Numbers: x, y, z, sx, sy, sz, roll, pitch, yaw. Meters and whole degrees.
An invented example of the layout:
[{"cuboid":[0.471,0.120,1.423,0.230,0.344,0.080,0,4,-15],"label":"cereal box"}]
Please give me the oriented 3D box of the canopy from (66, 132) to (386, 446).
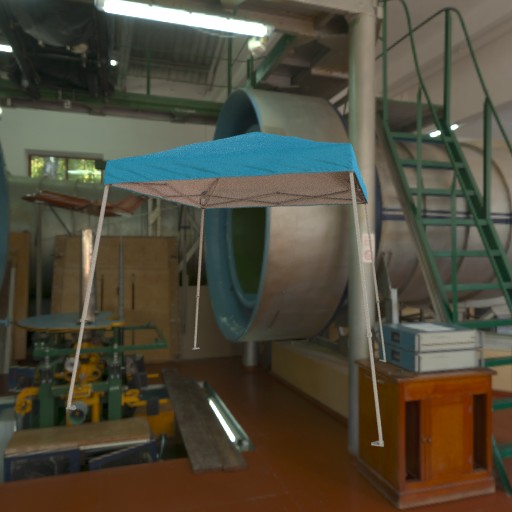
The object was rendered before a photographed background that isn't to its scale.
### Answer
[{"cuboid":[0.000,0.000,5.087,2.849,2.849,2.848,0,0,17],"label":"canopy"}]
